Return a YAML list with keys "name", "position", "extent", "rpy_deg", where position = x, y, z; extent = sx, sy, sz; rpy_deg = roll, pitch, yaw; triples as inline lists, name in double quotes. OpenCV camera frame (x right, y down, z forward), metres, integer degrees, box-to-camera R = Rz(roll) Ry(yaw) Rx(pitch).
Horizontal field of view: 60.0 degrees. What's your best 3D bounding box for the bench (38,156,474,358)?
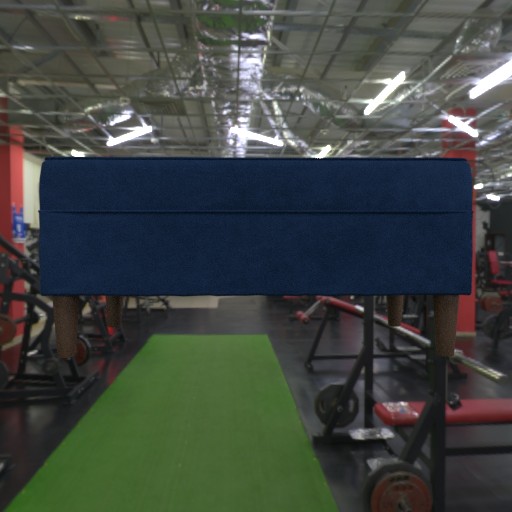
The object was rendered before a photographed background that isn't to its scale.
- name: "bench"
  position: [0.000, 0.000, 1.249]
  extent: [1.010, 0.467, 0.489]
  rpy_deg: [0, 2, -1]
